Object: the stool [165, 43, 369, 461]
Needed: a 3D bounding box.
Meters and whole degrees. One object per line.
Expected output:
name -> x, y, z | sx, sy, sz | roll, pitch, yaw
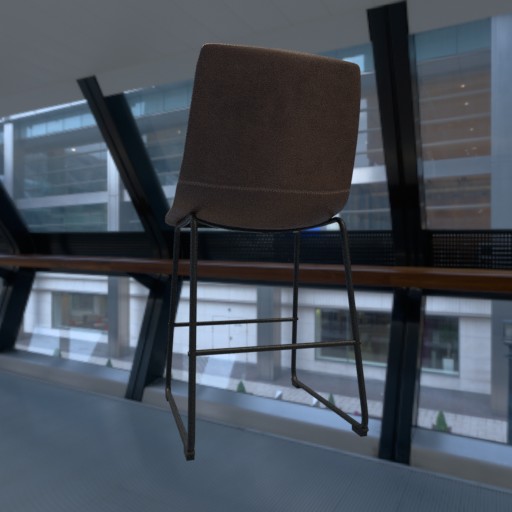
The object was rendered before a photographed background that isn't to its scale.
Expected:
stool -> 0.000, 0.000, 1.211 | 0.460, 0.890, 0.550 | 0, 0, -17
